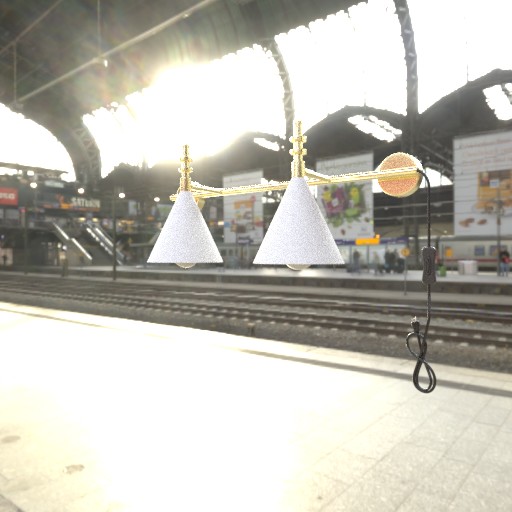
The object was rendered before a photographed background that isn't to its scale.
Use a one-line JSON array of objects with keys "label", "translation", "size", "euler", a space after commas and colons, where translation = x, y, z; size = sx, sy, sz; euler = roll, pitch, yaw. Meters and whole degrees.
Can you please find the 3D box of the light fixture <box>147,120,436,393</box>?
[{"label": "light fixture", "translation": [0.000, 0.000, 0.873], "size": [0.642, 0.468, 0.239], "euler": [0, 0, 36]}]
